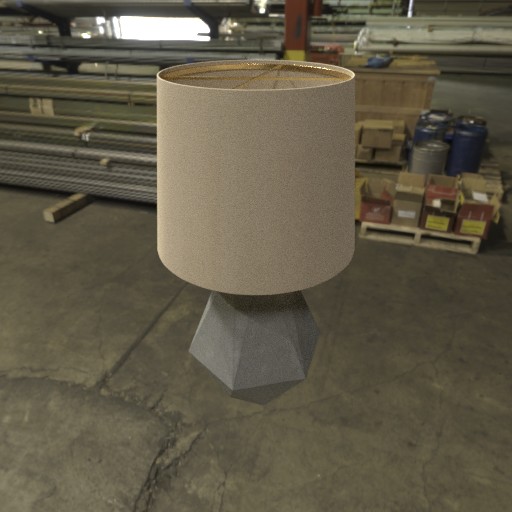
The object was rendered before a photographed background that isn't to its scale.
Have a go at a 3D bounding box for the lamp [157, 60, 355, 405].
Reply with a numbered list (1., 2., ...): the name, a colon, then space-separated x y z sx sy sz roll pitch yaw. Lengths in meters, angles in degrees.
1. lamp: 0.000 0.000 0.647 0.276 0.501 0.276 0 31 0
